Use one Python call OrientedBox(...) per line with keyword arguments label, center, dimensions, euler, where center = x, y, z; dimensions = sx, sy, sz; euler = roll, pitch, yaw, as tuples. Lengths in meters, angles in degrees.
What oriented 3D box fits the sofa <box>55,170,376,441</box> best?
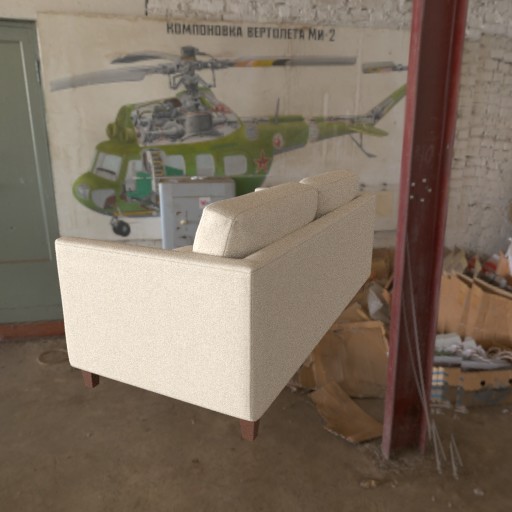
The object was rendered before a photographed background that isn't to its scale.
OrientedBox(label="sofa", center=(0.000, 0.000, 2.544), dimensions=(0.965, 0.889, 1.981), euler=(8, 17, 25))
